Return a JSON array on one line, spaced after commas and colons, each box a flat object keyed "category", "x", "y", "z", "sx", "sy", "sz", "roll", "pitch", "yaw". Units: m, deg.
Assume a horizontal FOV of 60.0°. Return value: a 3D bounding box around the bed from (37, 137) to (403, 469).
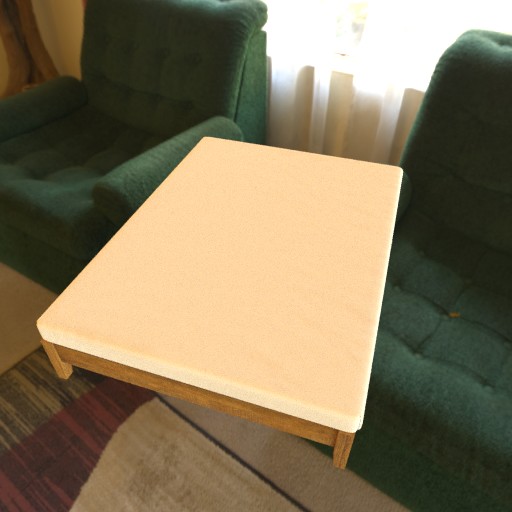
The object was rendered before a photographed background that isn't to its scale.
[{"category": "bed", "x": 0.000, "y": 0.000, "z": 2.728, "sx": 1.536, "sy": 0.431, "sz": 2.016, "roll": 12, "pitch": 43, "yaw": 14}]
